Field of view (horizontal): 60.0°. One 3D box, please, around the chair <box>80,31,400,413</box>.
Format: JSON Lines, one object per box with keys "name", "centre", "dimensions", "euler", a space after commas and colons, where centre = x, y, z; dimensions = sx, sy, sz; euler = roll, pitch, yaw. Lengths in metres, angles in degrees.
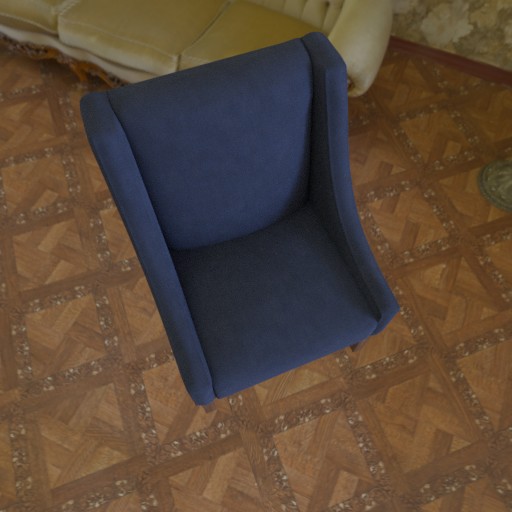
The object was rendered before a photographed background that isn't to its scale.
{"name": "chair", "centre": [0.000, 0.000, 1.294], "dimensions": [0.629, 0.895, 0.629], "euler": [-20, 64, -10]}
